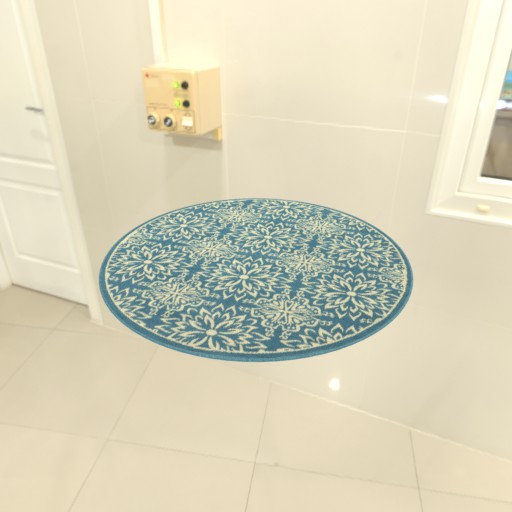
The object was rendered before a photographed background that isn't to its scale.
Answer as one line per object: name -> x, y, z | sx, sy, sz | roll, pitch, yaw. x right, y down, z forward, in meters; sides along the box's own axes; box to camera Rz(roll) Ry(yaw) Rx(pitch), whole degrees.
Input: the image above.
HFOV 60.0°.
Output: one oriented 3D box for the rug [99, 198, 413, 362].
rug -> 0.000, 0.000, 2.348 | 1.593, 0.012, 1.593 | 0, 30, 0
